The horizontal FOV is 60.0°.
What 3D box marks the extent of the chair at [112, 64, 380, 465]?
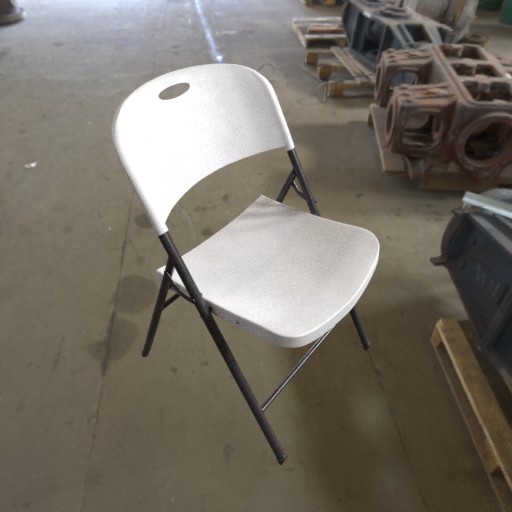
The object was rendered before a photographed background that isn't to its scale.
[{"bbox_3d":[0.000,0.000,1.155,0.566,0.810,0.494,28,49,28],"label":"chair"}]
